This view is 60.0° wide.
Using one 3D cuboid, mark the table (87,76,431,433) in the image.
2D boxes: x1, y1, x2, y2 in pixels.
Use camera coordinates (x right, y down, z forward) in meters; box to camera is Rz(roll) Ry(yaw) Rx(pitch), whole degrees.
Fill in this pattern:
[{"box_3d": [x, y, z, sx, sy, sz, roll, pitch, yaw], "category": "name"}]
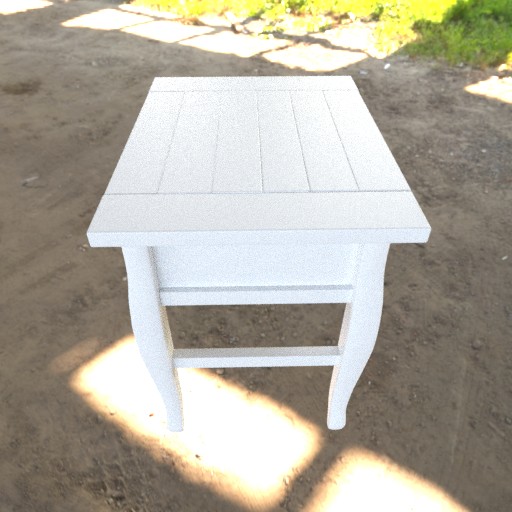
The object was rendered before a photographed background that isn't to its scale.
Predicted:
[{"box_3d": [0.000, 0.000, 1.012, 0.463, 0.605, 0.599, -1, 41, -1], "category": "table"}]
